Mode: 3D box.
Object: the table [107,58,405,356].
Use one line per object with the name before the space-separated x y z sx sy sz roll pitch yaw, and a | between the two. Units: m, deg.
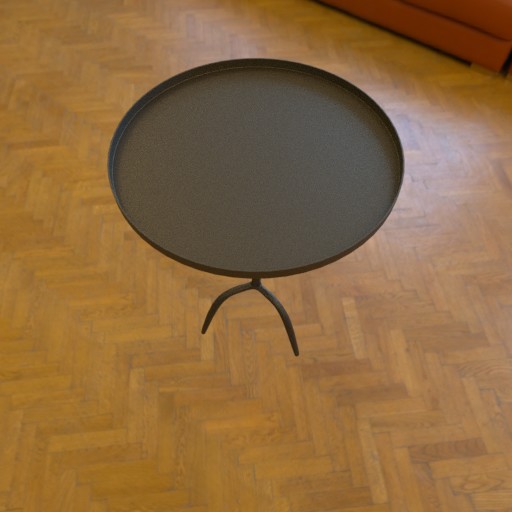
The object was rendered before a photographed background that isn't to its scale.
table | 0.000 0.000 1.054 0.502 0.700 0.502 33 63 19
